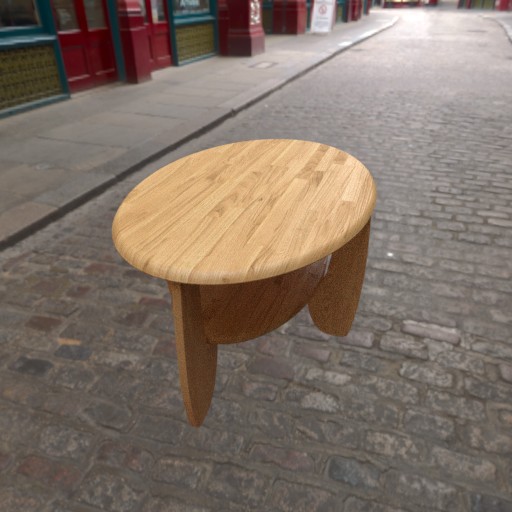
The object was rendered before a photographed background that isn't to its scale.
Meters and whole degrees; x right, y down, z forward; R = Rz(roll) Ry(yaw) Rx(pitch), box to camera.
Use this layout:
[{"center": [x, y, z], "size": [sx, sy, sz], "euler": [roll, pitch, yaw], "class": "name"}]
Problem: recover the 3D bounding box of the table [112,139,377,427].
[{"center": [0.000, 0.000, 1.421], "size": [0.690, 0.490, 1.040], "euler": [10, 31, 16], "class": "table"}]
